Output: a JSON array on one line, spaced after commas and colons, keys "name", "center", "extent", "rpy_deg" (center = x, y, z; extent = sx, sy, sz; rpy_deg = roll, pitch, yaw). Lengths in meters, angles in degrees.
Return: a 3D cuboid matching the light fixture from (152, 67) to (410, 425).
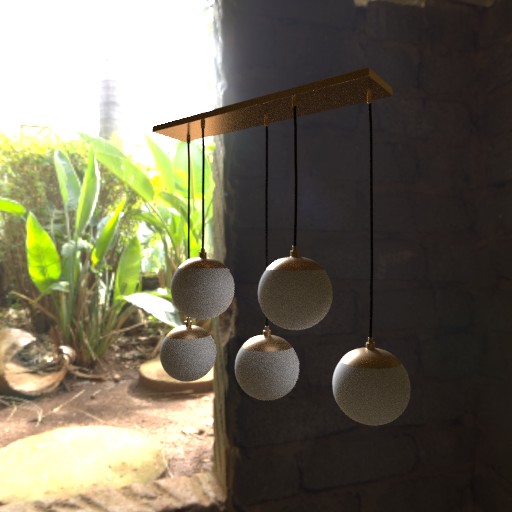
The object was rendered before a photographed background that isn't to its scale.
[{"name": "light fixture", "center": [0.000, 0.000, 1.313], "extent": [0.863, 0.869, 0.299], "rpy_deg": [0, -1, 37]}]
